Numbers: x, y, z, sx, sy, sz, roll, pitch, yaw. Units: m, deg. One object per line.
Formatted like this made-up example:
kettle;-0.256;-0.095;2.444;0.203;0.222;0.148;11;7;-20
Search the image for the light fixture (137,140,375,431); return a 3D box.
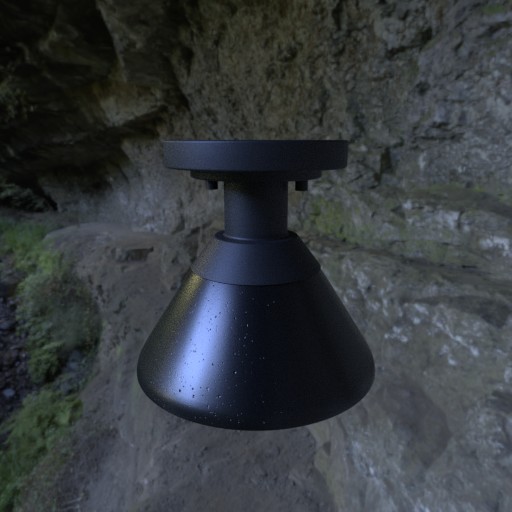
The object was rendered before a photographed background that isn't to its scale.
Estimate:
light fixture;0.000;0.000;0.362;0.200;0.183;0.200;0;15;0
